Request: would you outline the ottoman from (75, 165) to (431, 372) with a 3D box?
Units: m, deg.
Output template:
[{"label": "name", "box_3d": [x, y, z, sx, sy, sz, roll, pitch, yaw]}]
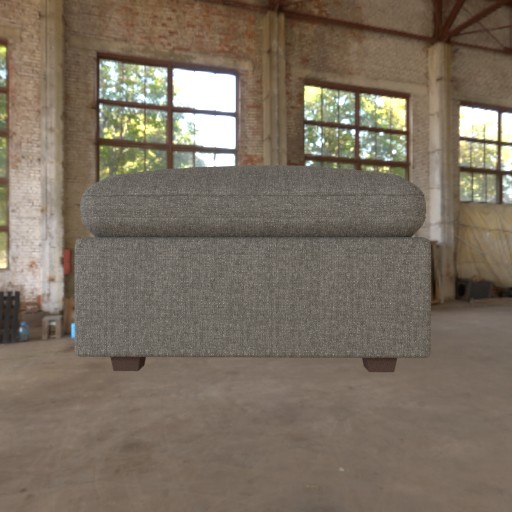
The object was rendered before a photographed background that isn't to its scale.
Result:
[{"label": "ottoman", "box_3d": [0.000, 0.000, 1.387, 0.711, 0.483, 1.041, 0, 0, 1]}]
